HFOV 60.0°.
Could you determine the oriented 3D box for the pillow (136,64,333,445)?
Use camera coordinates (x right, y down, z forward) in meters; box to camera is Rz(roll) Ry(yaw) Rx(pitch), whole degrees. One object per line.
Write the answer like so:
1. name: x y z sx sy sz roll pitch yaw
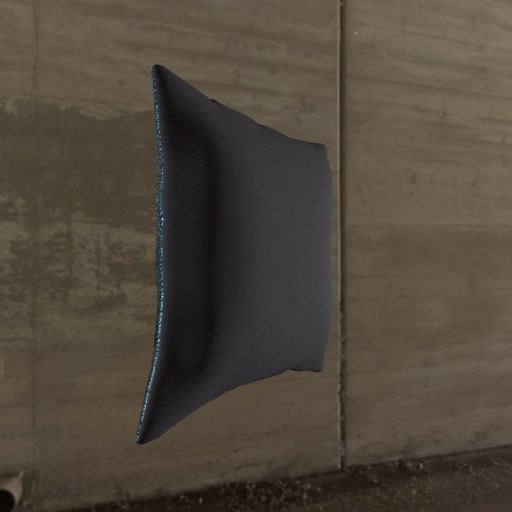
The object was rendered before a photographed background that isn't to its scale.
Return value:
1. pillow: 0.000 0.000 0.658 0.138 0.430 0.436 0 0 36
